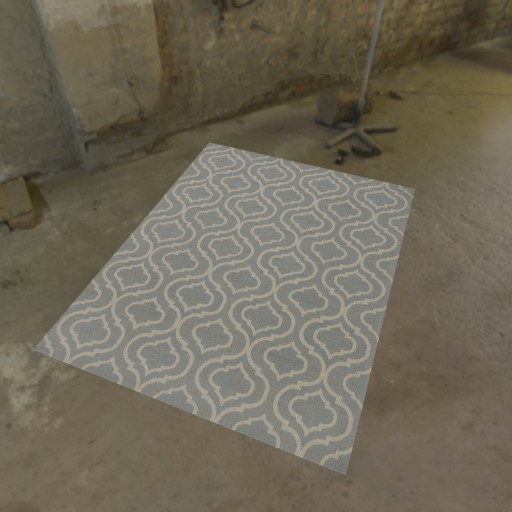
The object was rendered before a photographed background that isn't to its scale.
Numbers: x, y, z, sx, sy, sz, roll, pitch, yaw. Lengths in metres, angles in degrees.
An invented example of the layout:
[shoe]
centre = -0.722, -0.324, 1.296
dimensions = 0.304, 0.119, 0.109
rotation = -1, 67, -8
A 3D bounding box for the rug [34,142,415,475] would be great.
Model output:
[rug]
centre = 0.000, 0.000, 3.811
dimensions = 2.283, 0.006, 2.892
rotation = 16, 49, 15
